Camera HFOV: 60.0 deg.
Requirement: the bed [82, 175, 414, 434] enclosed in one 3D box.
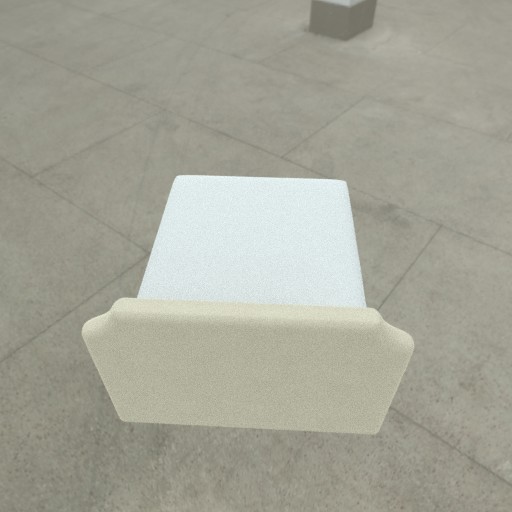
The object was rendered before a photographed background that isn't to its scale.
[{"bbox_3d":[0.000,0.000,3.455,1.827,1.296,2.209,2,45,2],"label":"bed"}]
